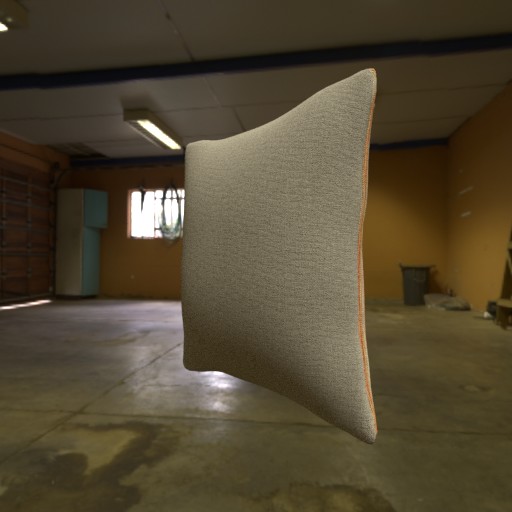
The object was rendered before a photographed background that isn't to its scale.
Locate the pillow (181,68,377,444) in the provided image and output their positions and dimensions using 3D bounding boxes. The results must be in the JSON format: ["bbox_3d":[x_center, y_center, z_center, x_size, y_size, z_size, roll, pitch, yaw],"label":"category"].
[{"bbox_3d":[0.000,0.000,0.657,0.136,0.419,0.437,0,0,-37],"label":"pillow"}]
